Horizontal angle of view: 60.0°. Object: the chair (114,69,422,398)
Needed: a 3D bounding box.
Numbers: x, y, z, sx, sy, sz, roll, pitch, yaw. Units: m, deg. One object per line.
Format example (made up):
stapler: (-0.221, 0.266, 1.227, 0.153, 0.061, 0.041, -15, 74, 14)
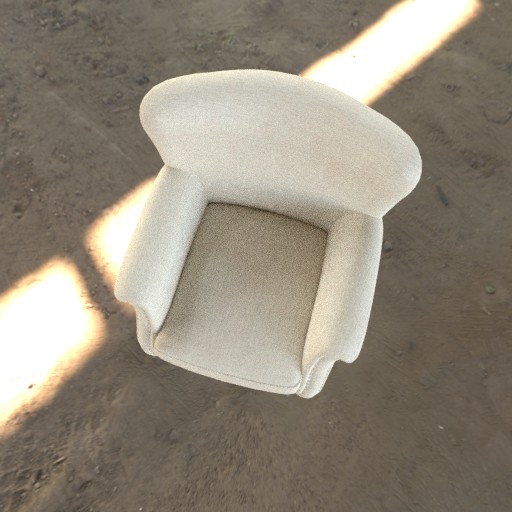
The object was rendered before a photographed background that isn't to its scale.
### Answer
chair: (0.000, 0.000, 1.641, 0.861, 0.936, 0.921, 14, 74, 4)
